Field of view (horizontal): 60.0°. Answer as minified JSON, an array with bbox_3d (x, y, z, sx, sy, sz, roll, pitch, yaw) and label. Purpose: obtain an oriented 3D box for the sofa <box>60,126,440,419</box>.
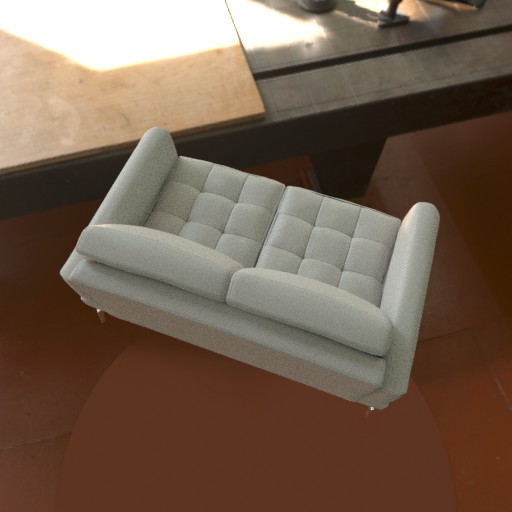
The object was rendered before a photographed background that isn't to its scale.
[{"bbox_3d":[0.000,0.000,2.476,1.819,0.930,1.121,18,65,9],"label":"sofa"}]
